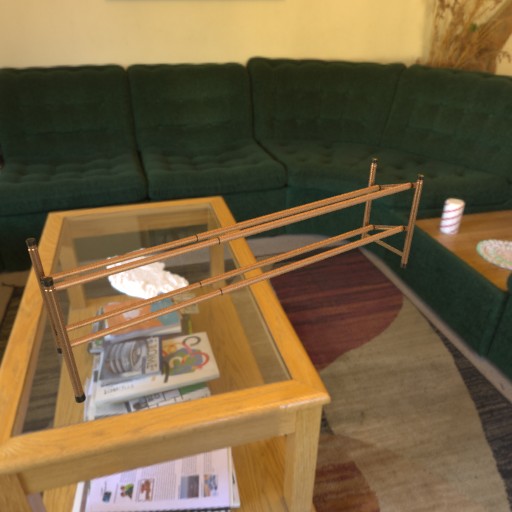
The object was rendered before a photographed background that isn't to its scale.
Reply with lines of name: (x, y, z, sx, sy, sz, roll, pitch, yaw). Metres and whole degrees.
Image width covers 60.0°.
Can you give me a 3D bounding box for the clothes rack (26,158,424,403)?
clothes rack: (0.000, 0.000, 1.334, 1.168, 0.349, 0.229, -18, 34, -28)
